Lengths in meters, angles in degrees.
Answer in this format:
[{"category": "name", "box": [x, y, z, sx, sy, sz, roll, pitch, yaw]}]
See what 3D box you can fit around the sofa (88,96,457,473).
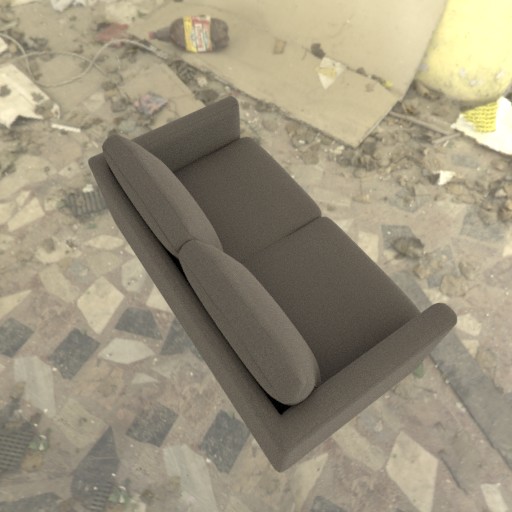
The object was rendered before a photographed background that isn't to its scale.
[{"category": "sofa", "box": [0.000, 0.000, 2.231, 0.940, 0.866, 1.713, -30, 63, -18]}]
